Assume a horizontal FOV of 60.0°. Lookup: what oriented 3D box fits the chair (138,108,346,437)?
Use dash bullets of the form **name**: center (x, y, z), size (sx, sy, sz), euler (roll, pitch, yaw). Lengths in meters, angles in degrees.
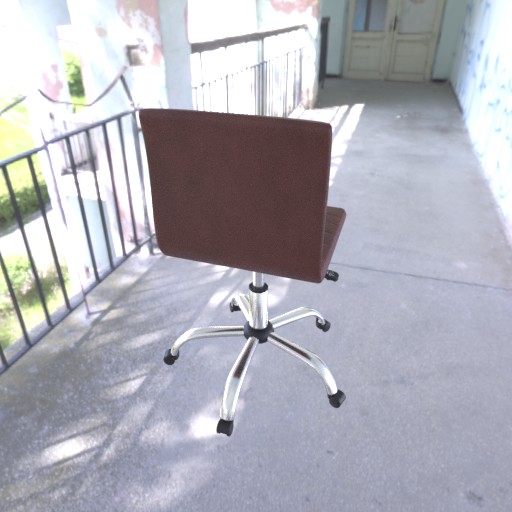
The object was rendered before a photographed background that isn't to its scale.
- **chair**: center (0.000, 0.000, 1.145), size (0.556, 0.780, 0.530), euler (10, 32, 16)
